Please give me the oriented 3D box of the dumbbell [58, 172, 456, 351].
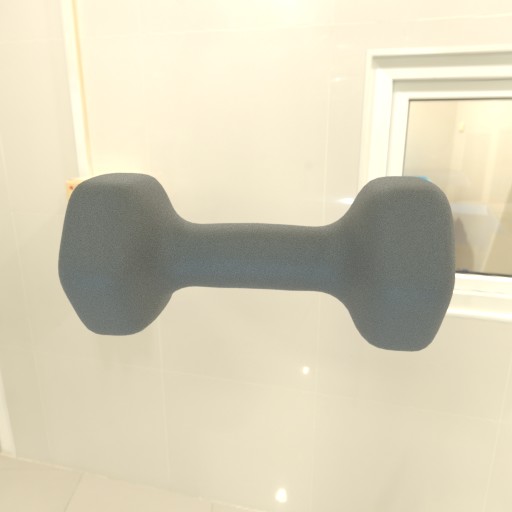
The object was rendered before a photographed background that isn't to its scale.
[{"bbox_3d":[0.000,0.000,0.228,0.184,0.081,0.090,2,17,7],"label":"dumbbell"}]
